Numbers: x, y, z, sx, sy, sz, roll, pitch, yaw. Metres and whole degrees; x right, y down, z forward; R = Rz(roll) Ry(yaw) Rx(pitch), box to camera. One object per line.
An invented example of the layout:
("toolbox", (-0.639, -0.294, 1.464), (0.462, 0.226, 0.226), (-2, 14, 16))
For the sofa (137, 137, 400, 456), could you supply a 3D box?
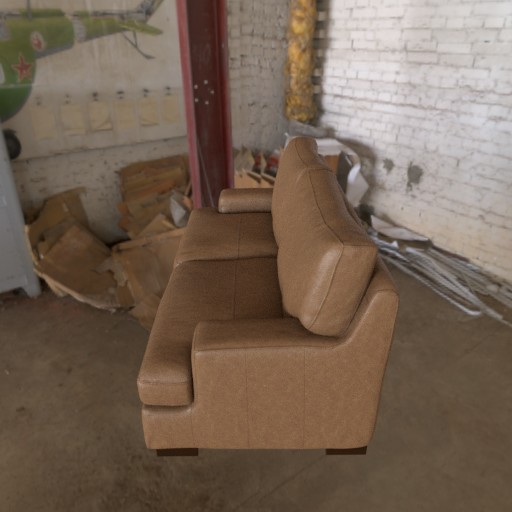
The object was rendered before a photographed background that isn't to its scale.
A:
("sofa", (0.000, 0.000, 2.436), (0.962, 0.980, 1.855), (0, 27, -1))
